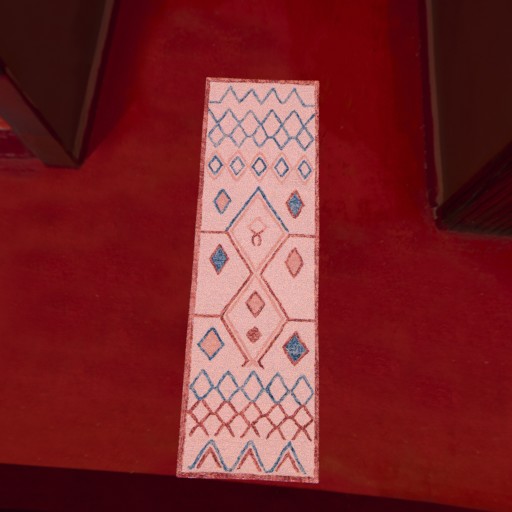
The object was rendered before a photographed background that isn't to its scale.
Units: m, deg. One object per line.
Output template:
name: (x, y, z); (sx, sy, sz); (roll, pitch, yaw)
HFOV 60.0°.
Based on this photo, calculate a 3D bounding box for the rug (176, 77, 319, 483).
rug: (0.000, 0.000, 2.638); (0.750, 0.011, 2.435); (2, 75, 1)
